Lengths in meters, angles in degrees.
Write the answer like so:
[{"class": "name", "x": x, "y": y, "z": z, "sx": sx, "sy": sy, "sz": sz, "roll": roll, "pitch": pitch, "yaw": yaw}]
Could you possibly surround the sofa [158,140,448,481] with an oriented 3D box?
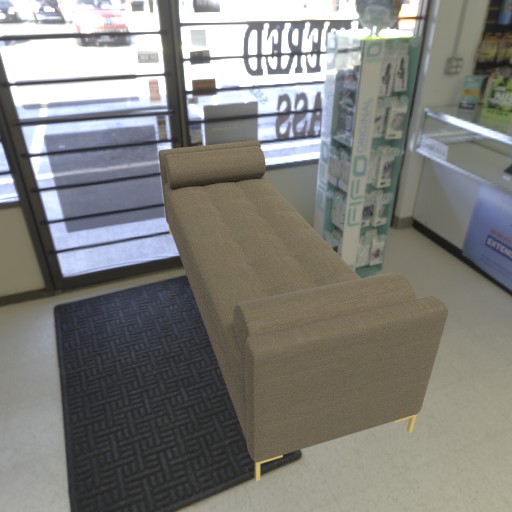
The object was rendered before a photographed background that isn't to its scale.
[{"class": "sofa", "x": 0.000, "y": 0.000, "z": 2.307, "sx": 0.686, "sy": 0.635, "sz": 1.981, "roll": -10, "pitch": 32, "yaw": -16}]
